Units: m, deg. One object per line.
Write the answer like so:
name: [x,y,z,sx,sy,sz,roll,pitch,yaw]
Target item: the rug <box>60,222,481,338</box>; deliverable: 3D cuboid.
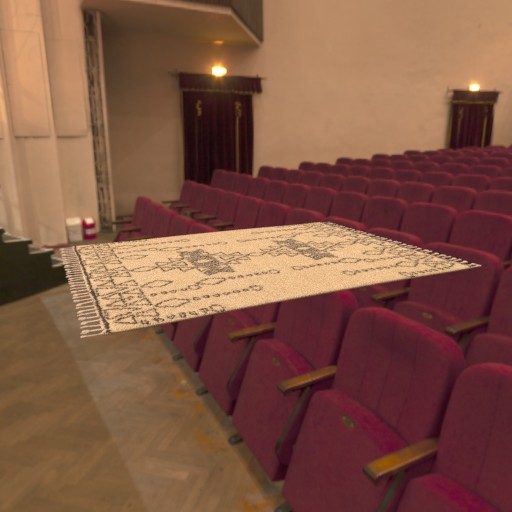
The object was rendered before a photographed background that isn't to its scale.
rug: [0.000,0.000,3.810,3.027,0.028,2.125,-7,17,-25]
